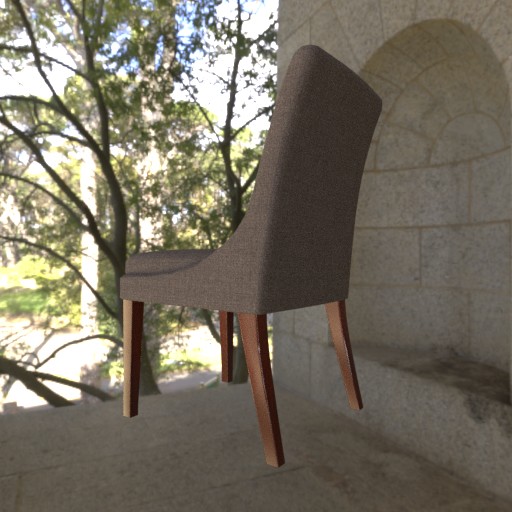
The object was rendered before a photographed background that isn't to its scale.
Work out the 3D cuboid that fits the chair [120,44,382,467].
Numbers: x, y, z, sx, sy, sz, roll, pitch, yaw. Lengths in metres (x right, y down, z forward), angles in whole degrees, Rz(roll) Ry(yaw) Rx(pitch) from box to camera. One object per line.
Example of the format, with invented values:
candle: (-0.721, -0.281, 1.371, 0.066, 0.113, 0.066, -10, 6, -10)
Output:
chair: (0.000, 0.000, 1.331, 0.655, 0.952, 0.508, 0, 0, 36)
